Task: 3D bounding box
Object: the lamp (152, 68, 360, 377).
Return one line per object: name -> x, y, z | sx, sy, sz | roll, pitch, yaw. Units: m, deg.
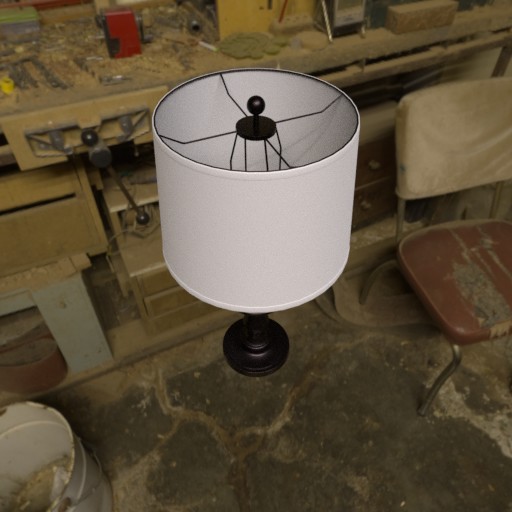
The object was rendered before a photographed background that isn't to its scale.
lamp -> 0.000, 0.000, 0.959 | 0.383, 0.726, 0.383 | 0, 46, 0
